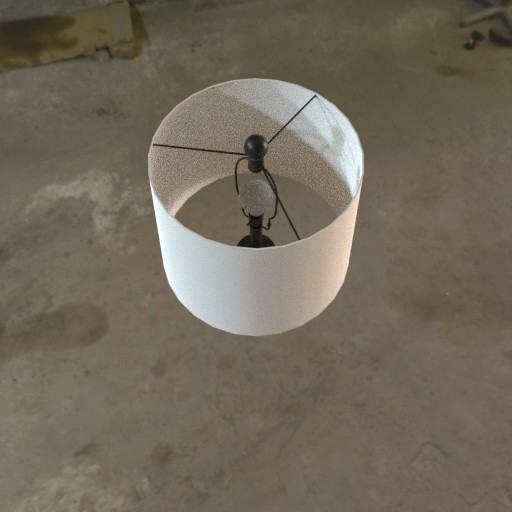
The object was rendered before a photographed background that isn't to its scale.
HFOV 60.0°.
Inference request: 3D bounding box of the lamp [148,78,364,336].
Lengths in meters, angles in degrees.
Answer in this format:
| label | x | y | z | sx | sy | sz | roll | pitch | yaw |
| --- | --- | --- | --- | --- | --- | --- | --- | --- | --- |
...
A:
| label | x | y | z | sx | sy | sz | roll | pitch | yaw |
| --- | --- | --- | --- | --- | --- | --- | --- | --- | --- |
| lamp | 0.000 | 0.000 | 0.869 | 0.349 | 0.667 | 0.349 | 0 | 63 | 0 |
